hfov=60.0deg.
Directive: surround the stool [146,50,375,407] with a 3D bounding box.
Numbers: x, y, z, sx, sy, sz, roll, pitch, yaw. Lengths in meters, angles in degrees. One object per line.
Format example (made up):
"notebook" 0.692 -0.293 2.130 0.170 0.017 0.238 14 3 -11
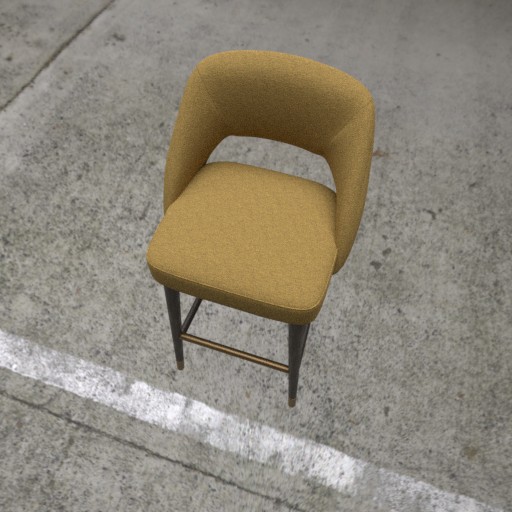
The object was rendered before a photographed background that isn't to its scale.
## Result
"stool" 0.000 0.000 1.349 0.536 1.032 0.522 15 58 10
